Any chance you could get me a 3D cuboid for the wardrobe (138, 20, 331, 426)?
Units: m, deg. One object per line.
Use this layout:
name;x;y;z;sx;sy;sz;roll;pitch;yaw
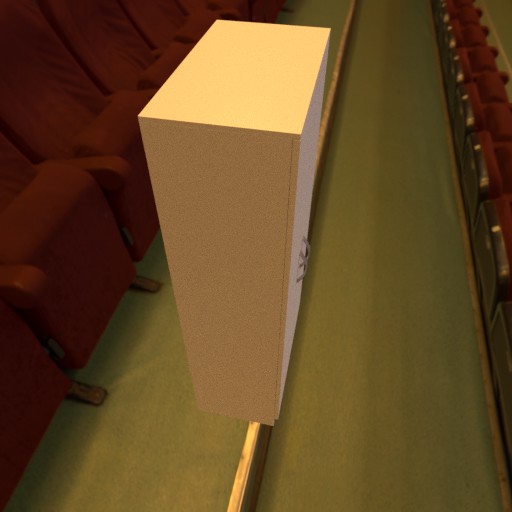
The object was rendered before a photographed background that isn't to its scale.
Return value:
wardrobe;0.000;0.000;1.993;0.470;1.700;0.760;9;46;9
